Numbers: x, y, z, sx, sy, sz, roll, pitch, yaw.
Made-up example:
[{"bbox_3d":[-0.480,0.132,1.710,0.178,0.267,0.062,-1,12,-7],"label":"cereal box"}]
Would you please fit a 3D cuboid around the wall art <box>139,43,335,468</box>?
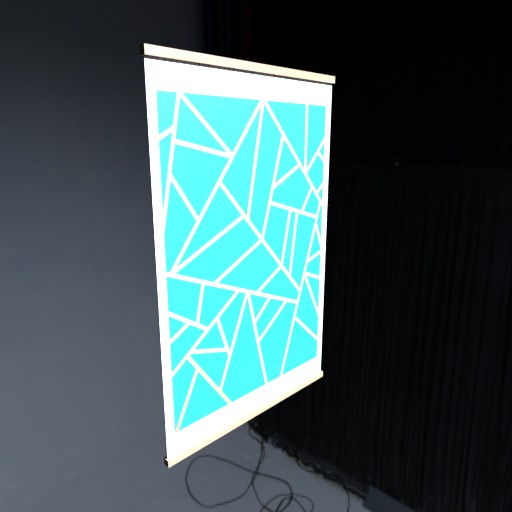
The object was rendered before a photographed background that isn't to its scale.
[{"bbox_3d":[0.000,0.000,1.886,0.990,1.519,0.030,-14,20,-43],"label":"wall art"}]
